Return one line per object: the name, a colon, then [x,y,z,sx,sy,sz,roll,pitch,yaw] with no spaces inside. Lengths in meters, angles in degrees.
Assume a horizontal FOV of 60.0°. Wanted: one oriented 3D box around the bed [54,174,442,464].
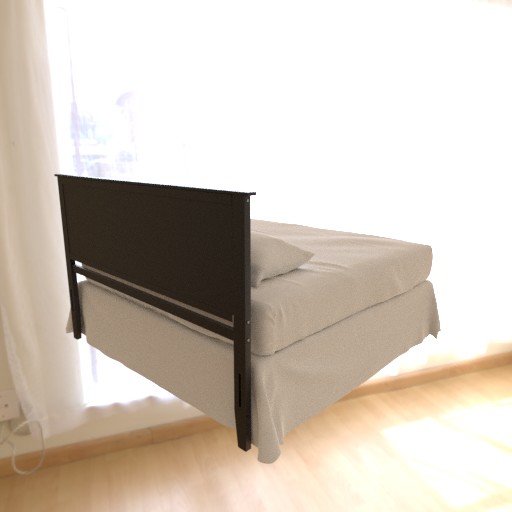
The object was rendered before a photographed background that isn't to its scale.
bed: [0.000,0.000,3.462,2.315,1.271,2.219,13,19,43]
